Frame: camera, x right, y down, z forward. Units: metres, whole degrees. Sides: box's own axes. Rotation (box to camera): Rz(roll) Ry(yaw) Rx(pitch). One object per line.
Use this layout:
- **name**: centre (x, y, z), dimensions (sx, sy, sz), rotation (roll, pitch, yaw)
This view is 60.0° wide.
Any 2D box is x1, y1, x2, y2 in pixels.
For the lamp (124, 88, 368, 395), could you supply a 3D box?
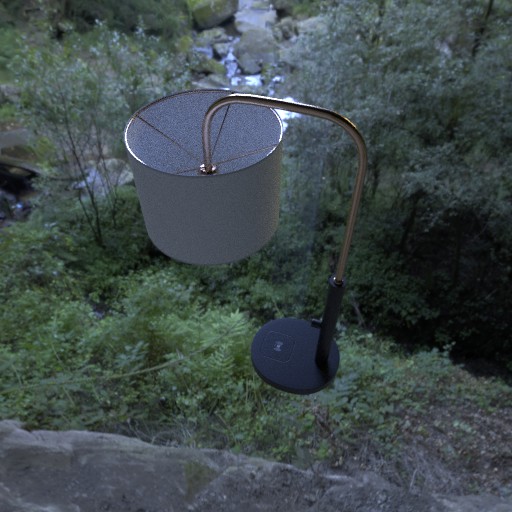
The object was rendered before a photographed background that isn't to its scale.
- **lamp**: centre (0.000, 0.000, 0.702), dimensions (0.337, 0.540, 0.199), rotation (15, 50, 13)
